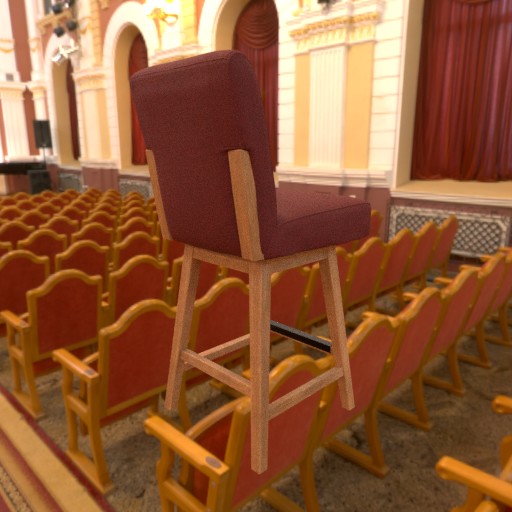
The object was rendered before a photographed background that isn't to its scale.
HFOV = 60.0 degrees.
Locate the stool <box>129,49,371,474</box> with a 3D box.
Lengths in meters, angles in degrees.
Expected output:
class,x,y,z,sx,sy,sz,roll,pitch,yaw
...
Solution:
class,x,y,z,sx,sy,sz,roll,pitch,yaw
stool,0.000,0.000,1.337,0.562,1.038,0.468,-13,19,-43
